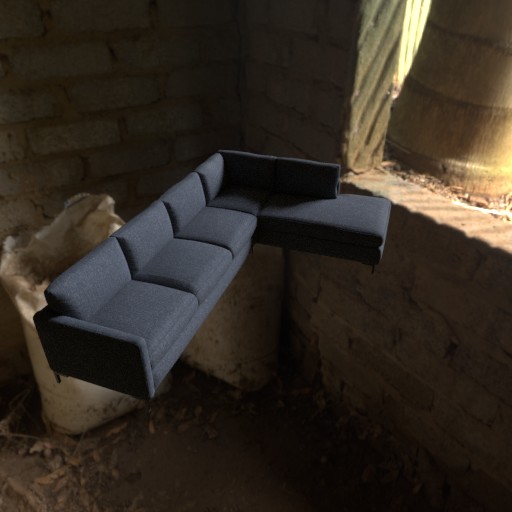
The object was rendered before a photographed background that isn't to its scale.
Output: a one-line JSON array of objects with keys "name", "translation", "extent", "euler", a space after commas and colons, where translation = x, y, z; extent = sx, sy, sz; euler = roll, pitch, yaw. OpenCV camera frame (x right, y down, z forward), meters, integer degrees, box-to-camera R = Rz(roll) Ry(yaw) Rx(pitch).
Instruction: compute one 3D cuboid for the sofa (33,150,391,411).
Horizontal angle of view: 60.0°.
[{"name": "sofa", "translation": [0.000, 0.000, 3.776], "extent": [2.007, 0.815, 2.949], "euler": [11, 34, 16]}]
